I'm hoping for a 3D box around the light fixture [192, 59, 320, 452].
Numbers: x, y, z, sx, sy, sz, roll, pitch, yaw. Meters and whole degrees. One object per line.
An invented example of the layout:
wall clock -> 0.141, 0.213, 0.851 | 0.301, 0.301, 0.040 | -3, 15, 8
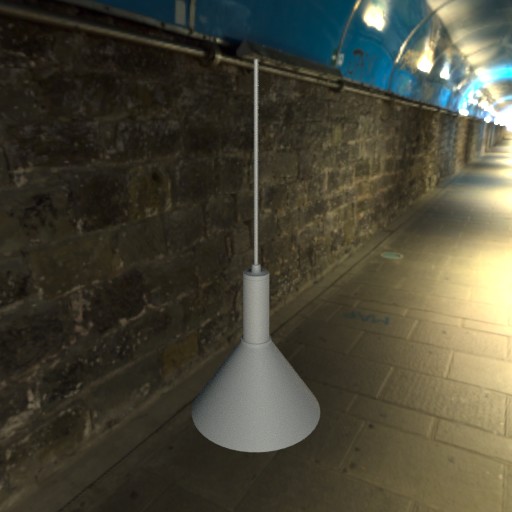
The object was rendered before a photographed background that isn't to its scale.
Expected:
light fixture -> 0.000, 0.000, 0.837 | 0.267, 0.683, 0.267 | 16, 23, 43
